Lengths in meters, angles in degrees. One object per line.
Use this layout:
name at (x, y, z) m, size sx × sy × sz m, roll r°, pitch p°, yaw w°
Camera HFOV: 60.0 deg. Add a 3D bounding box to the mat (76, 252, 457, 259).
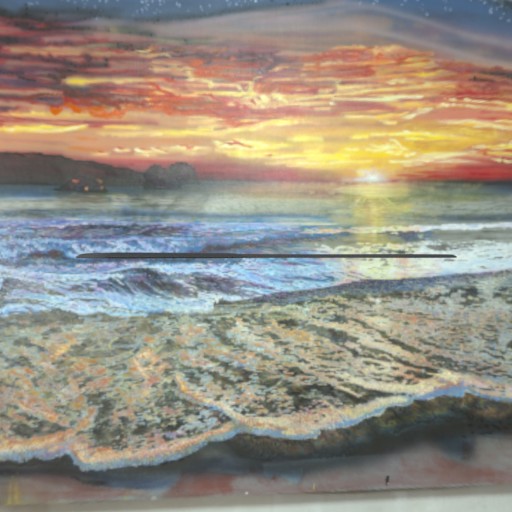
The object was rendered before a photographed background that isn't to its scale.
mat at (0.000, 0.000, 1.837) m, size 1.525 × 0.016 × 0.917 m, roll 0°, pitch 0°, yaw -36°
